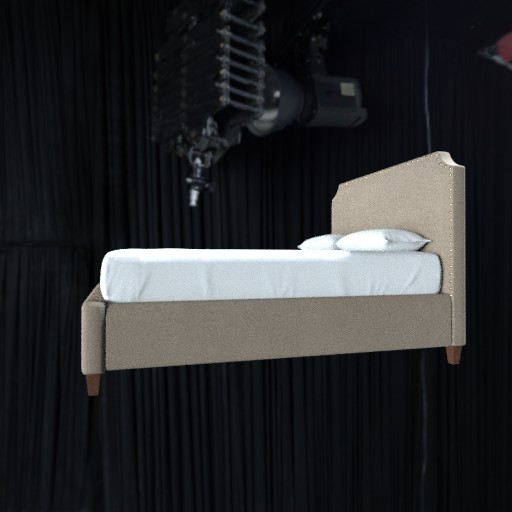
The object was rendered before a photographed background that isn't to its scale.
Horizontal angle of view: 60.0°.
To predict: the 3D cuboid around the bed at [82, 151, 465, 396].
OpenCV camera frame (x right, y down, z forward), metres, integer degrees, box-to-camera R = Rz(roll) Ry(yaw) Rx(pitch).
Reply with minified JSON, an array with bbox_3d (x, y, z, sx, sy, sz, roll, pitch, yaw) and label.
[{"bbox_3d":[0.000,0.000,3.337,2.329,1.415,1.703,0,0,-17],"label":"bed"}]
